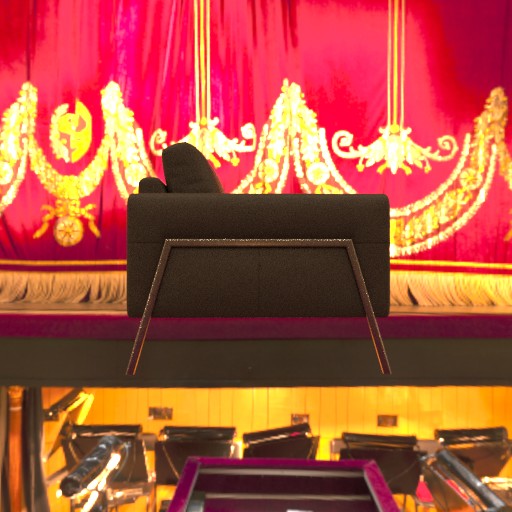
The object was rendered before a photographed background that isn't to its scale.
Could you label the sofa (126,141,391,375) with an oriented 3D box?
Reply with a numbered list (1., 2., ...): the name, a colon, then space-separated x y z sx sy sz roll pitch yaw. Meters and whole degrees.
1. sofa: 0.000 0.000 2.557 0.953 0.875 2.017 0 -1 -1
